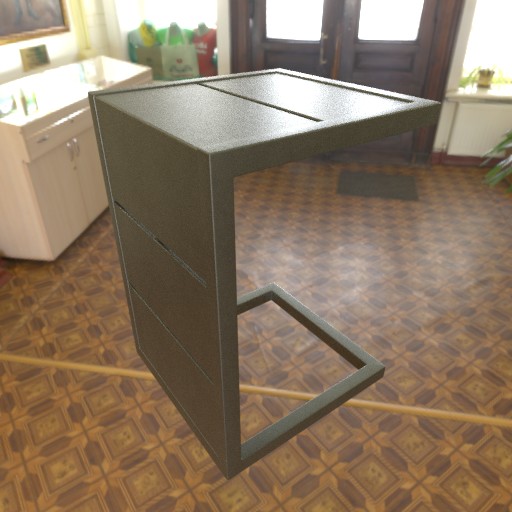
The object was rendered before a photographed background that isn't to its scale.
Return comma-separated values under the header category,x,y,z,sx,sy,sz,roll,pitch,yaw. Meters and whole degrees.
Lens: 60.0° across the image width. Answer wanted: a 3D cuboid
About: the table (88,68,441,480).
category,x,y,z,sx,sy,sz,roll,pitch,yaw
table,0.000,0.000,0.882,0.420,0.609,0.405,-21,37,-30
